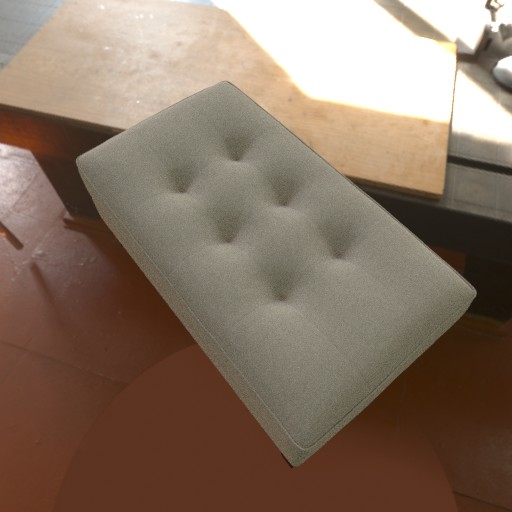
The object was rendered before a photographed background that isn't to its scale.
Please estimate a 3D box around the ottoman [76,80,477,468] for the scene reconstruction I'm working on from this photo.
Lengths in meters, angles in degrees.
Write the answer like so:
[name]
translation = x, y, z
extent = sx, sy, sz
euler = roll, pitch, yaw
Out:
[ottoman]
translation = 0.000, 0.000, 1.470
extent = 0.648, 0.508, 1.143
euler = -34, 64, -19
